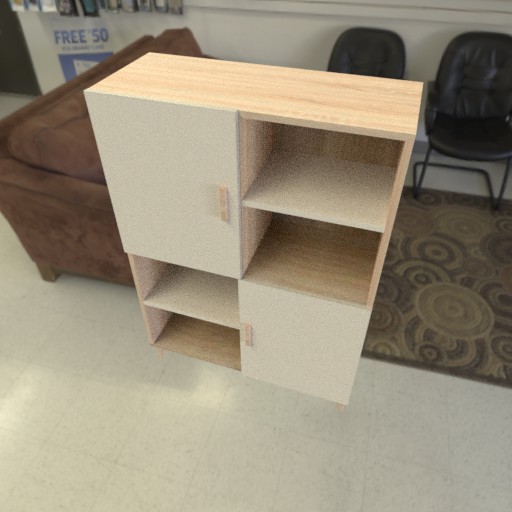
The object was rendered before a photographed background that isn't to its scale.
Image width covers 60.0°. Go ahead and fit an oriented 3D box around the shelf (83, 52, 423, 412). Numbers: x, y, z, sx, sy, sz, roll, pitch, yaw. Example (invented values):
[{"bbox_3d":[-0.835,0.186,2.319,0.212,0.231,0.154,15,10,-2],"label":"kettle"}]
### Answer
[{"bbox_3d":[0.000,0.000,1.854,0.995,1.405,0.434,12,42,14],"label":"shelf"}]
